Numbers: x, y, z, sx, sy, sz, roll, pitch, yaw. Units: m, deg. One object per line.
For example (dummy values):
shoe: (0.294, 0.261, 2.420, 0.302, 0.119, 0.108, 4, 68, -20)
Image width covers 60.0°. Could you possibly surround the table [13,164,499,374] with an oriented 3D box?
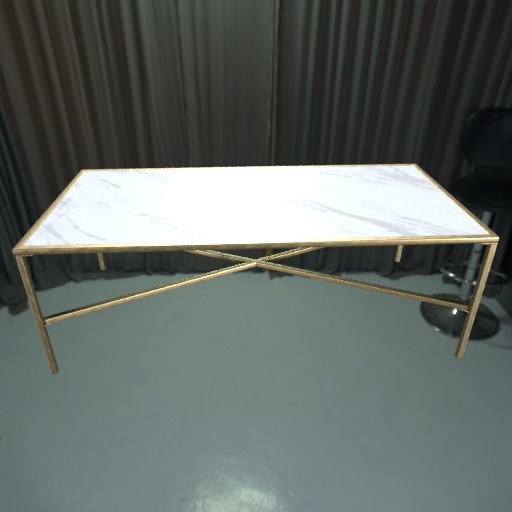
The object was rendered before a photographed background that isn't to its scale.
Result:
table: (0.000, 0.000, 1.435, 1.197, 0.405, 0.577, -2, 30, -3)
